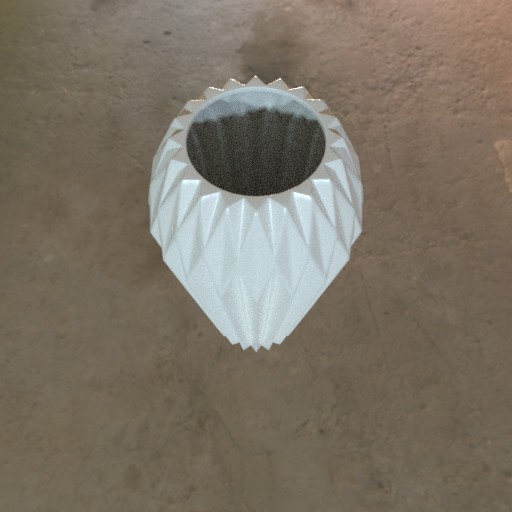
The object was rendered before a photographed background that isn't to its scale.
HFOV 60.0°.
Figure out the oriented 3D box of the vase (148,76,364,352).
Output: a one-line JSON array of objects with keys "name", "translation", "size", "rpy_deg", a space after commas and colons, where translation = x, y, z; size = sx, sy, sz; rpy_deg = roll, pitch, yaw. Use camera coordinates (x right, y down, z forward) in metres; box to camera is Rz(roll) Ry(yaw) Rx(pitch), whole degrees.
[{"name": "vase", "translation": [0.000, 0.000, 0.339], "size": [0.133, 0.263, 0.133], "rpy_deg": [0, 63, 0]}]
